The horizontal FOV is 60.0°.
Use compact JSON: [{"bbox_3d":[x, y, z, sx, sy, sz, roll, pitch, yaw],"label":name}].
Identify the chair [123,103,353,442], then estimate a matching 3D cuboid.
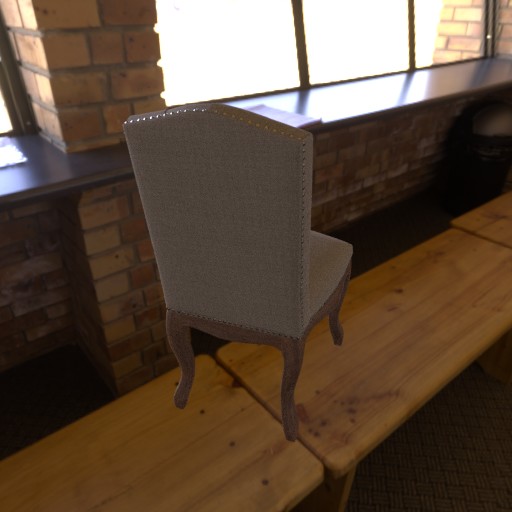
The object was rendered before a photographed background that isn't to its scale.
[{"bbox_3d":[0.000,0.000,1.607,0.637,1.191,0.731,10,32,16],"label":"chair"}]
